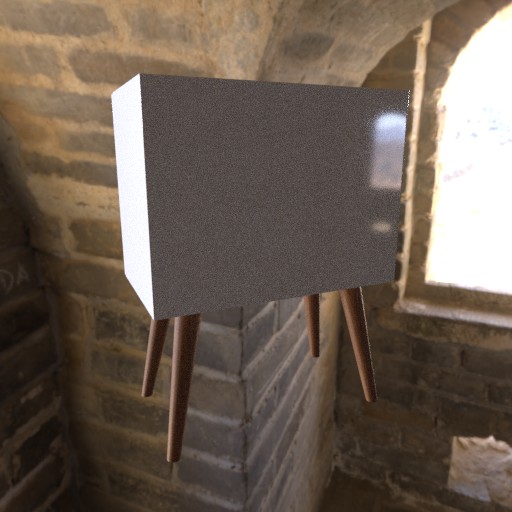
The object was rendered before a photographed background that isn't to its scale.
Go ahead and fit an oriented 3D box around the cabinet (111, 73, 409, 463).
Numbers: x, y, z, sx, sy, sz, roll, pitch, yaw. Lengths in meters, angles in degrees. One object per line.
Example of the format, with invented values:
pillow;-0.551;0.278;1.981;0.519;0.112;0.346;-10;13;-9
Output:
cabinet;0.000;0.000;1.105;0.591;0.772;0.344;-7;16;-24
